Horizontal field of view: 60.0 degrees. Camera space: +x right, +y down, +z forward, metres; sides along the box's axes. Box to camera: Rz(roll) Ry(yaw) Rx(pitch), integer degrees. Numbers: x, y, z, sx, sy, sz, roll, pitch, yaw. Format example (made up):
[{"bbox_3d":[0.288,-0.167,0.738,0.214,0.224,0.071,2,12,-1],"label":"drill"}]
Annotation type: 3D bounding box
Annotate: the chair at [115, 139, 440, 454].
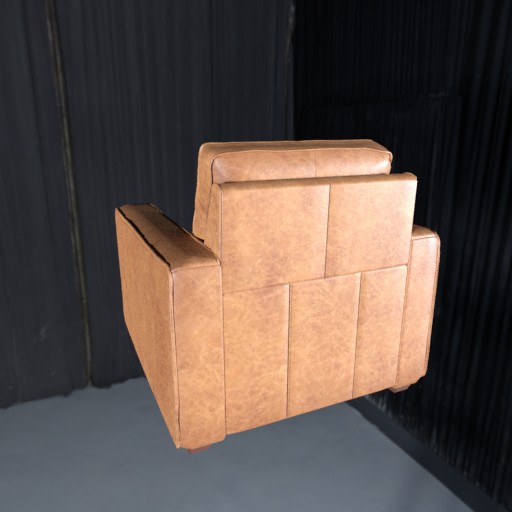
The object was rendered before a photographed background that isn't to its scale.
[{"bbox_3d":[0.000,0.000,1.755,0.987,0.901,1.027,-8,18,-26],"label":"chair"}]
